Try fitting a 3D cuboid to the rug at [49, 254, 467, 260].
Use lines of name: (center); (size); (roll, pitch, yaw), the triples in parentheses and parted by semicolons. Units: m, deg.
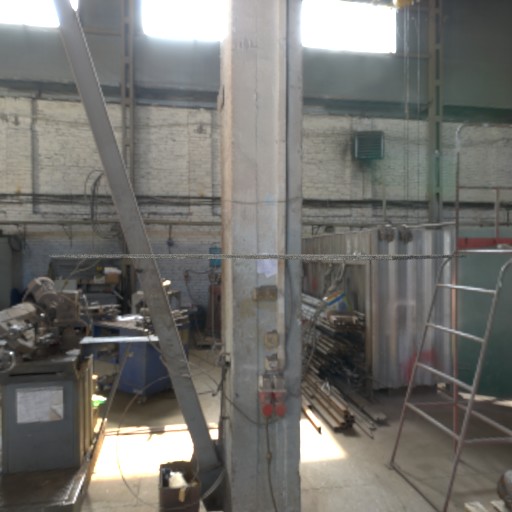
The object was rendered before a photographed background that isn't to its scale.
rug: (0.000, 0.000, 2.318); (1.819, 0.012, 1.208); (0, 0, 35)
